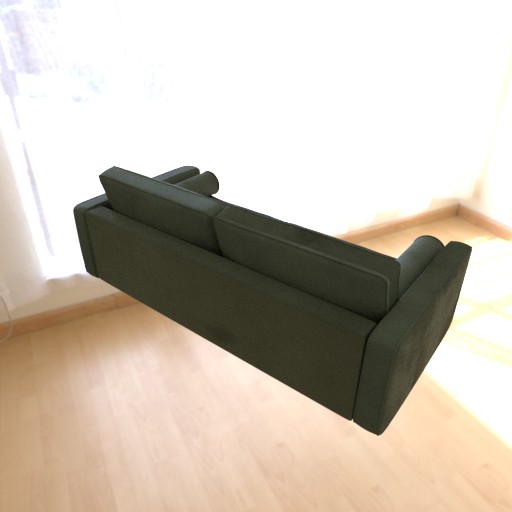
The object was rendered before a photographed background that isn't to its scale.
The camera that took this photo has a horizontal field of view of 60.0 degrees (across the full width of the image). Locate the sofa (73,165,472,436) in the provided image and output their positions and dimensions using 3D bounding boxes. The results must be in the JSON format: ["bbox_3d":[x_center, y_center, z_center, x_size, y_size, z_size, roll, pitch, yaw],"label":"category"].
[{"bbox_3d":[0.000,0.000,2.318,1.880,0.772,0.916,22,37,32],"label":"sofa"}]
